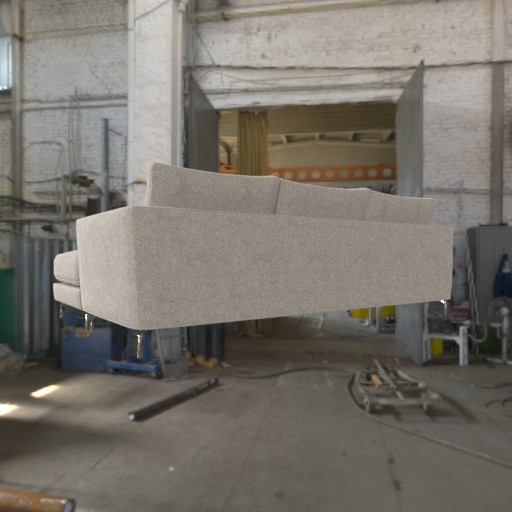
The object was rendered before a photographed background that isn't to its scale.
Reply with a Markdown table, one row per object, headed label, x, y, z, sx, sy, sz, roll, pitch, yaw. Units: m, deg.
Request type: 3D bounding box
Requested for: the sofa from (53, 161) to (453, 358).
| label | x | y | z | sx | sy | sz | roll | pitch | yaw |
| --- | --- | --- | --- | --- | --- | --- | --- | --- | --- |
| sofa | 0.000 | 0.000 | 3.153 | 2.438 | 0.864 | 1.626 | 0 | 0 | -35 |
